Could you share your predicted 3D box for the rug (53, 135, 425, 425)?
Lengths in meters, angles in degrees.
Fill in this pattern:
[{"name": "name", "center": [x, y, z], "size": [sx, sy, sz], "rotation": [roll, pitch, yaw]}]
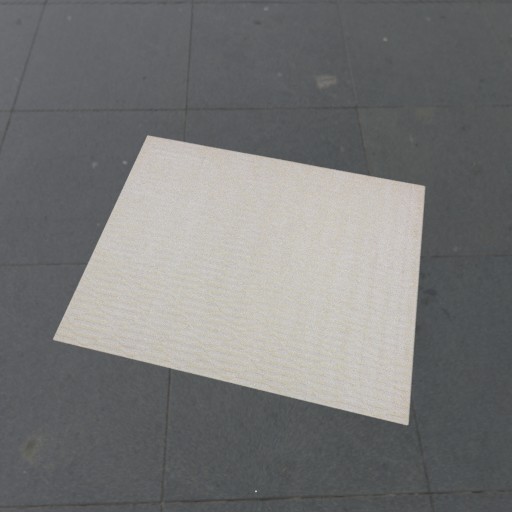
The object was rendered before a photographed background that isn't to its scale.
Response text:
[{"name": "rug", "center": [0.000, 0.000, 4.230], "size": [3.055, 0.021, 2.410], "rotation": [12, 63, 6]}]
